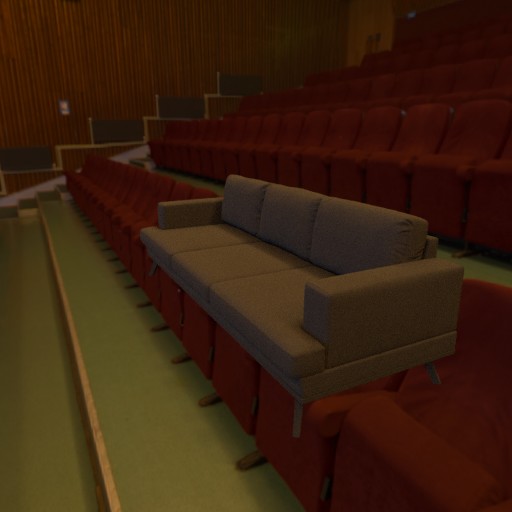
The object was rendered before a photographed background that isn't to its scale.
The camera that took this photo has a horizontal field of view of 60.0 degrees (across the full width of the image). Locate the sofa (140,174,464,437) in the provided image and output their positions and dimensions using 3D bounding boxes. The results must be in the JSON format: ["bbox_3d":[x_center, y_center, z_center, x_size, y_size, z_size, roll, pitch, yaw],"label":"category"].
[{"bbox_3d":[0.000,0.000,2.784,0.920,0.810,2.310,-8,19,-26],"label":"sofa"}]
